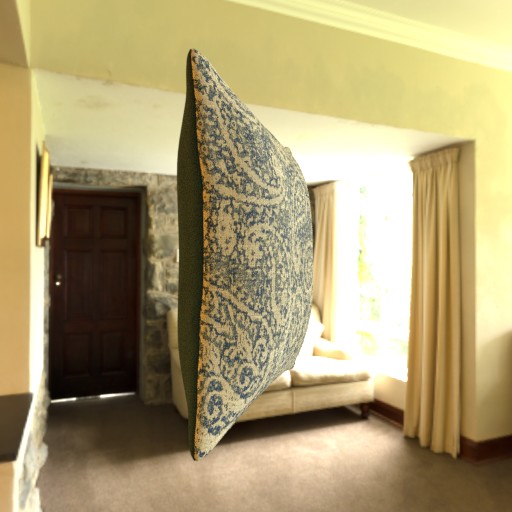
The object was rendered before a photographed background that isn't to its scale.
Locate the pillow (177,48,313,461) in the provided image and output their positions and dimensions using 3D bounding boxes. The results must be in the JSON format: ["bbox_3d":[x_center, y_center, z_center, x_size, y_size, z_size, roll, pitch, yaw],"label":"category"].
[{"bbox_3d":[0.000,0.000,0.783,0.166,0.510,0.523,0,-1,17],"label":"pillow"}]
